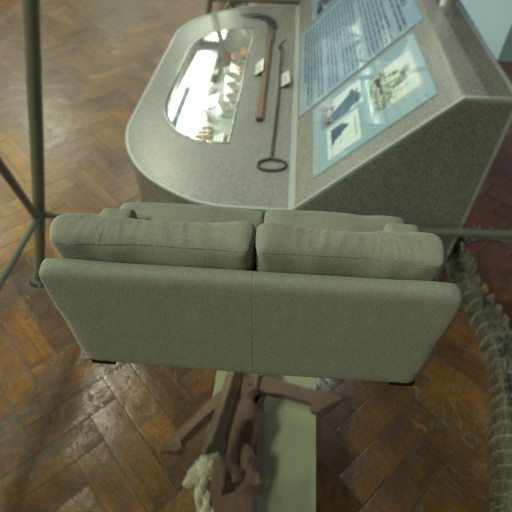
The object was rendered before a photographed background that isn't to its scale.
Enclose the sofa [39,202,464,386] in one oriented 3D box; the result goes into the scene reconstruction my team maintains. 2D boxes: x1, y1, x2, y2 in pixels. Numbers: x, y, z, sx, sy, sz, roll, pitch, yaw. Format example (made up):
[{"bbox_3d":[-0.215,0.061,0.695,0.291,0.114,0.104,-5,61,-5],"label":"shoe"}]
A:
[{"bbox_3d":[0.000,0.000,2.424,1.855,0.980,0.962,3,47,3],"label":"sofa"}]
